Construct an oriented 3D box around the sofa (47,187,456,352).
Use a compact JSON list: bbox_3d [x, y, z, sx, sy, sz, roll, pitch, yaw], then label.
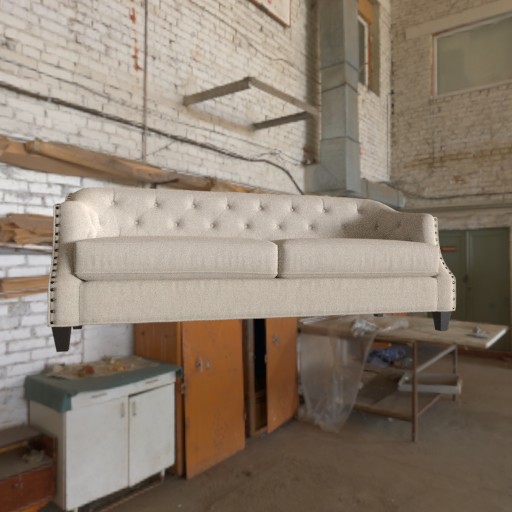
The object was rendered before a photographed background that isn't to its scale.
[{"bbox_3d":[0.000,0.000,2.744,2.235,0.901,0.914,0,-1,-17],"label":"sofa"}]
